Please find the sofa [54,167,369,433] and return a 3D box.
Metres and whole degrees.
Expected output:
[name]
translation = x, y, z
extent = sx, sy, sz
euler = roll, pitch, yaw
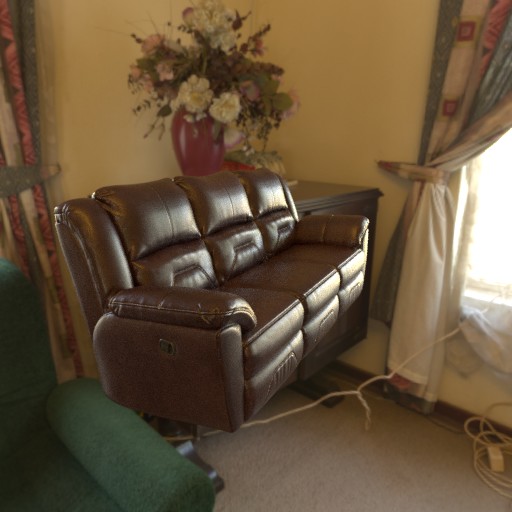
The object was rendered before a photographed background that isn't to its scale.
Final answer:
[sofa]
translation = 0.000, 0.000, 2.872
extent = 0.991, 1.043, 2.337
euler = 8, 17, 27
